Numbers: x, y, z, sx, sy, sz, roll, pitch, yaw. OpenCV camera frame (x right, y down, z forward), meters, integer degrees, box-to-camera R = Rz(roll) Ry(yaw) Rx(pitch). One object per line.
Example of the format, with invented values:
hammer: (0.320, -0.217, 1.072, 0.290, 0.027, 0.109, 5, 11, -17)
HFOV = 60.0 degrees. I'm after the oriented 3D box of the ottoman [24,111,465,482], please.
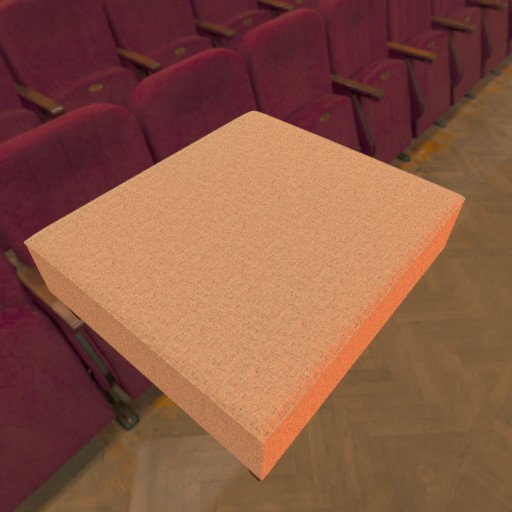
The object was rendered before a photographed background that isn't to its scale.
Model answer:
ottoman: (0.000, 0.000, 1.193, 0.736, 0.303, 0.835, 31, 53, 27)
